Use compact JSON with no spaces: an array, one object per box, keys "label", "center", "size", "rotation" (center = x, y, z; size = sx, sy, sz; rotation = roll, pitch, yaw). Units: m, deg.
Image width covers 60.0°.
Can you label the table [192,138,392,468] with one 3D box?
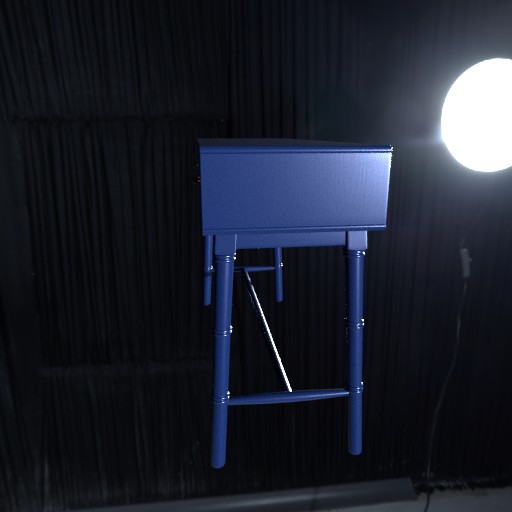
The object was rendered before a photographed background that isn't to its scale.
[{"label":"table","center":[0.000,0.000,1.488],"size":[0.399,0.749,1.118],"rotation":[-2,16,-7]}]
